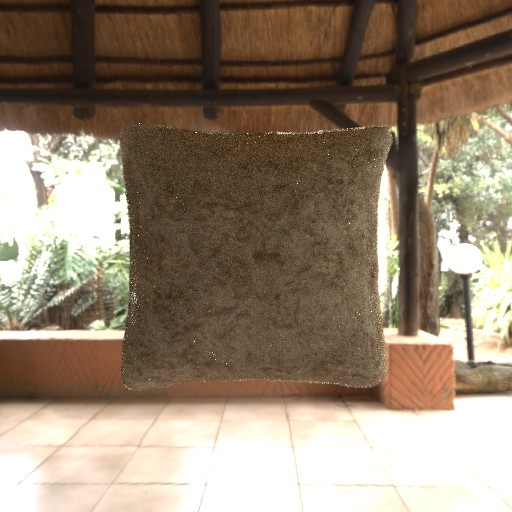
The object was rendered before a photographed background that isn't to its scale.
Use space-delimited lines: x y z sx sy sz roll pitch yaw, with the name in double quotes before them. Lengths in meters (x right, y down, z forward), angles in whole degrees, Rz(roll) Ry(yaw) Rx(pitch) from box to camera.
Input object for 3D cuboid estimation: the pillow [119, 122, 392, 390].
"pillow" 0.000 0.000 0.845 0.538 0.525 0.216 0 -2 0
